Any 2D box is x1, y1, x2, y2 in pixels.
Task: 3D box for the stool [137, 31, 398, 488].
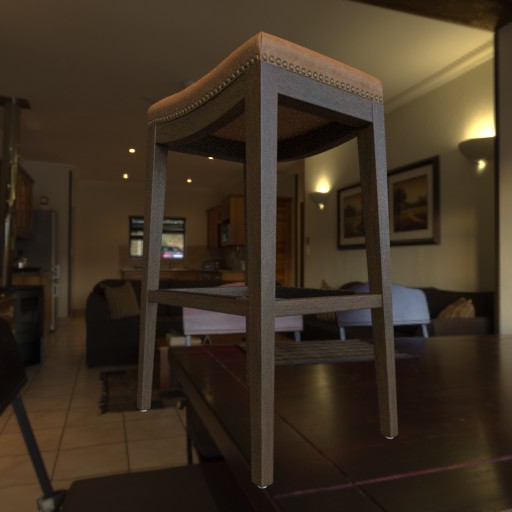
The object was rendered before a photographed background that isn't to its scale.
[{"bbox_3d":[0.000,0.000,1.017,0.361,0.759,0.500,1,-2,-37],"label":"stool"}]
